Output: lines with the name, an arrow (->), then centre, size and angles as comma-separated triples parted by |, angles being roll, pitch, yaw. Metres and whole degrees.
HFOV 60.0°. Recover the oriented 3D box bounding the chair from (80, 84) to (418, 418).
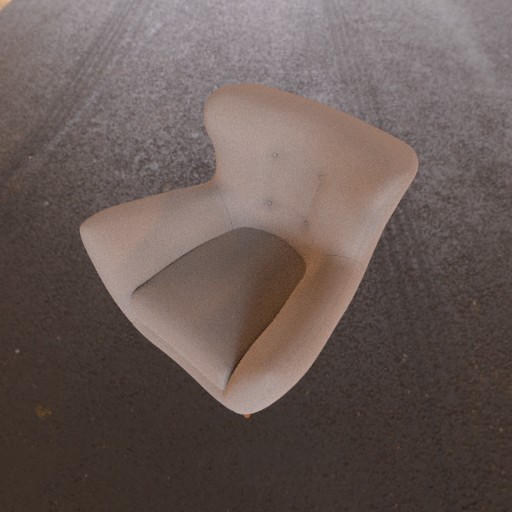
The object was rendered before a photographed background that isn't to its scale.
chair -> 0.000, 0.000, 1.640 | 0.890, 0.889, 0.889 | 33, 55, 27
